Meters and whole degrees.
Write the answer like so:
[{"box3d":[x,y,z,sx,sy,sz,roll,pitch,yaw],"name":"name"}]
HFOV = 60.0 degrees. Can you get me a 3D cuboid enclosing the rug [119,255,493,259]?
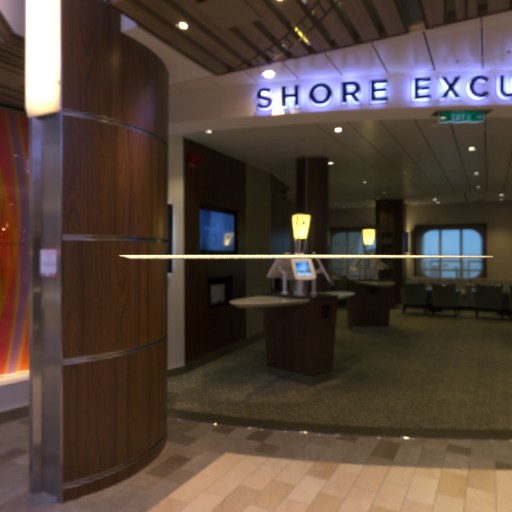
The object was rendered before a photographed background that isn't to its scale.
[{"box3d":[0.000,0.000,4.232,2.437,0.014,3.201,0,0,-18],"name":"rug"}]
